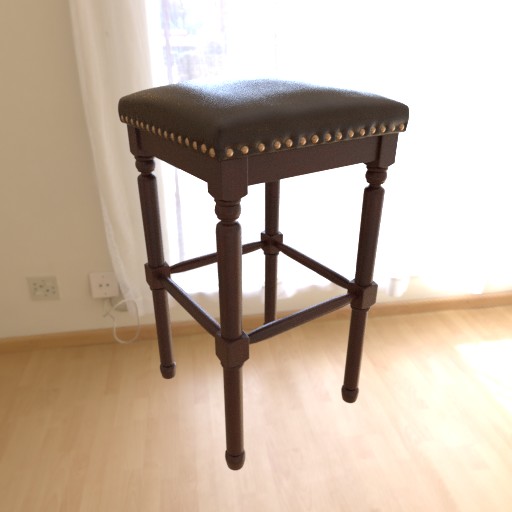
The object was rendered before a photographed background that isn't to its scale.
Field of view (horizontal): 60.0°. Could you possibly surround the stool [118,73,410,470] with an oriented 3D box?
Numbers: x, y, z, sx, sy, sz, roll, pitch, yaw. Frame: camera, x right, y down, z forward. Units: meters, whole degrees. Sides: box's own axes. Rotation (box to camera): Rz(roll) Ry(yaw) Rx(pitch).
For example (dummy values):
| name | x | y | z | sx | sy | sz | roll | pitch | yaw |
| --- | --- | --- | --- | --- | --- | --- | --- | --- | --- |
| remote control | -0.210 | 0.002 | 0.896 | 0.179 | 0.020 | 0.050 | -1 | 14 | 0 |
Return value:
| name | x | y | z | sx | sy | sz | roll | pitch | yaw |
| --- | --- | --- | --- | --- | --- | --- | --- | --- | --- |
| stool | 0.000 | 0.000 | 0.922 | 0.382 | 0.702 | 0.383 | -17 | 31 | -31 |
